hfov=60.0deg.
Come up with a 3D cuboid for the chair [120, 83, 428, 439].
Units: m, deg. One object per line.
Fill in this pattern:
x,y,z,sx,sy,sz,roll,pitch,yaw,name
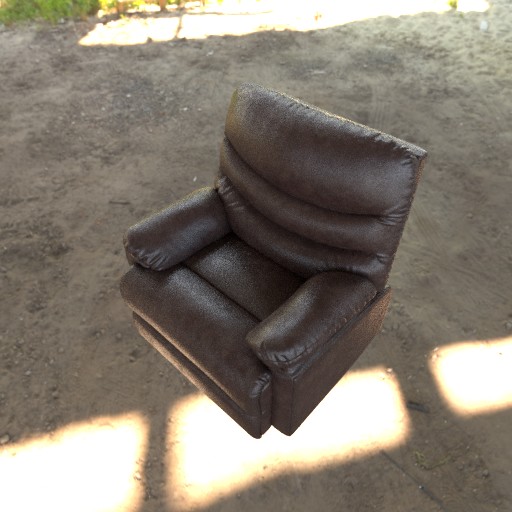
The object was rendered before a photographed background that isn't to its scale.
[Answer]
0.000,0.000,1.778,0.940,1.041,0.879,33,54,29,chair
